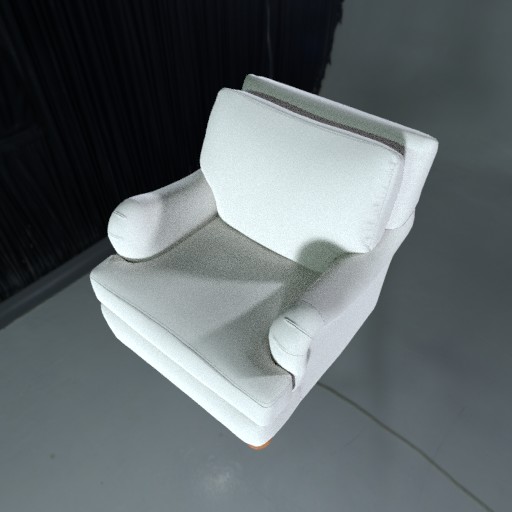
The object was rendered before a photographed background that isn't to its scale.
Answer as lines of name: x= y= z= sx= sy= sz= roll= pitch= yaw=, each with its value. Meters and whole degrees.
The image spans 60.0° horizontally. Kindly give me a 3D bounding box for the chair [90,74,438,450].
chair: x=0.000 y=0.000 z=1.840 sx=0.955 sy=1.038 sz=1.070 roll=30 pitch=53 yaw=26
